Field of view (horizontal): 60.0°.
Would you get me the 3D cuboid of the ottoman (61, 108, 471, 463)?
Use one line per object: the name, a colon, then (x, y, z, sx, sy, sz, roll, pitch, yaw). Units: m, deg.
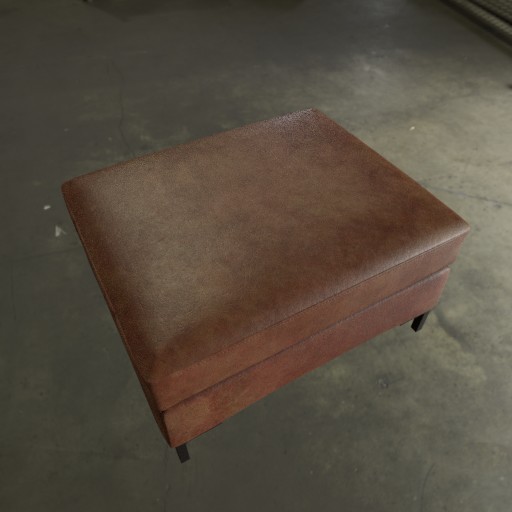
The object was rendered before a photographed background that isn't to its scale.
ottoman: (0.000, 0.000, 1.780, 1.186, 0.667, 0.965, -22, 51, -20)
